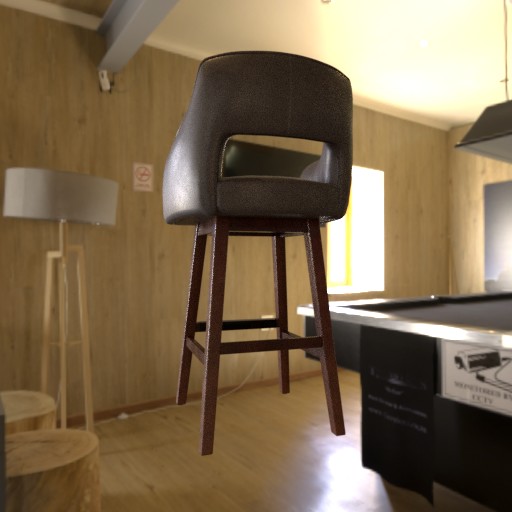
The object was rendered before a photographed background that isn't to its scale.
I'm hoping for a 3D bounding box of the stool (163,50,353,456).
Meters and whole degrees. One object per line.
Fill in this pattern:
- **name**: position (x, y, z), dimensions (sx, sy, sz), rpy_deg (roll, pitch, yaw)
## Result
- **stool**: position (0.000, 0.000, 1.390), dimensions (0.550, 1.041, 0.560), rpy_deg (0, 0, -19)
